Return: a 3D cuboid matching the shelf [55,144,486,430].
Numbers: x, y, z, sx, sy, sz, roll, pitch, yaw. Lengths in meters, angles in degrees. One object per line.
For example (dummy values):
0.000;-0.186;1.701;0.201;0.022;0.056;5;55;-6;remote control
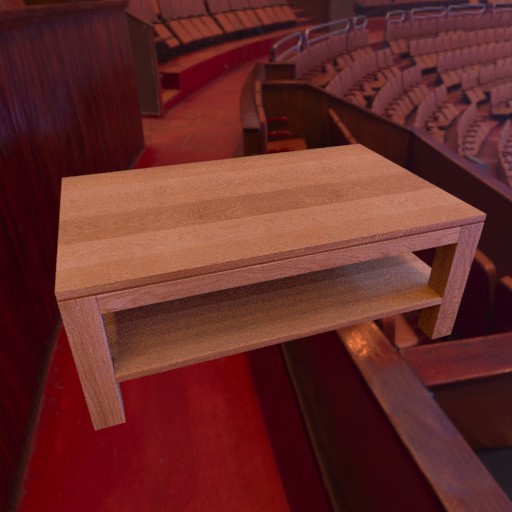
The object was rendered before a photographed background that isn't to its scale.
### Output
0.000;0.000;1.501;1.150;0.450;0.700;-10;33;-16;shelf
